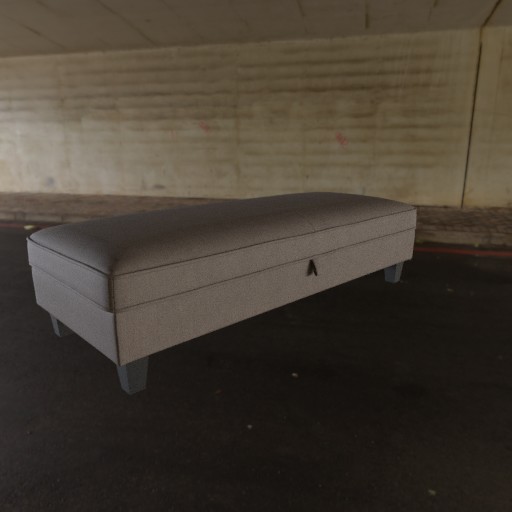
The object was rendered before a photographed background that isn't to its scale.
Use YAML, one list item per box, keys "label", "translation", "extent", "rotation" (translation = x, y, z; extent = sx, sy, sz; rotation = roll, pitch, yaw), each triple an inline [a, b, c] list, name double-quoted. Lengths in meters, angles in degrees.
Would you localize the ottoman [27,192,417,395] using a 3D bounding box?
- label: "ottoman"
  translation: [0.000, 0.000, 2.054]
  extent: [1.764, 0.470, 0.751]
  rotation: [-14, 20, -42]
